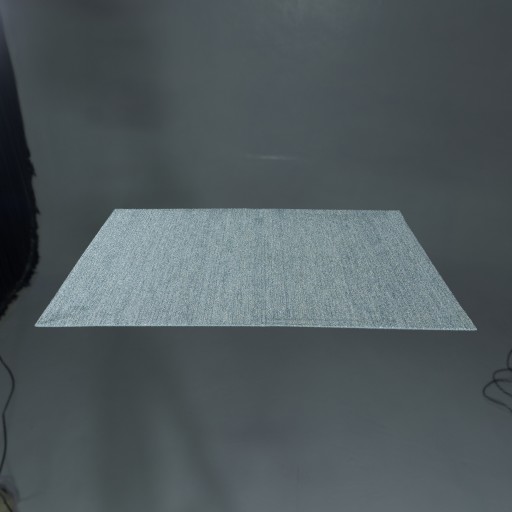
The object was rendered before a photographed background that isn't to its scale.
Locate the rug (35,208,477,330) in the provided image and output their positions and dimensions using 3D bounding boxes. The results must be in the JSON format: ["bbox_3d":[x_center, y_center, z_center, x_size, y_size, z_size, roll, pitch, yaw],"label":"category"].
[{"bbox_3d":[0.000,0.000,2.354,1.853,0.022,1.174,0,31,1],"label":"rug"}]
